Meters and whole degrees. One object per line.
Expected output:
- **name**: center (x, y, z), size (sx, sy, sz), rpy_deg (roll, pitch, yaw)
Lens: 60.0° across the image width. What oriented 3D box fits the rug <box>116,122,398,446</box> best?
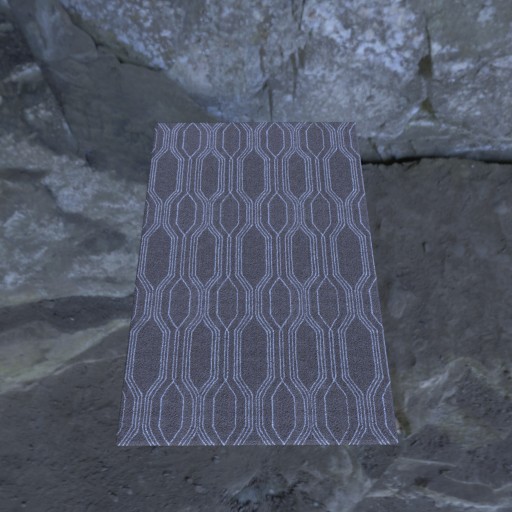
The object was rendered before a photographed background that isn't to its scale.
- **rug**: center (0.000, 0.000, 2.338), size (1.239, 0.012, 1.836), rpy_deg (0, 64, 0)
